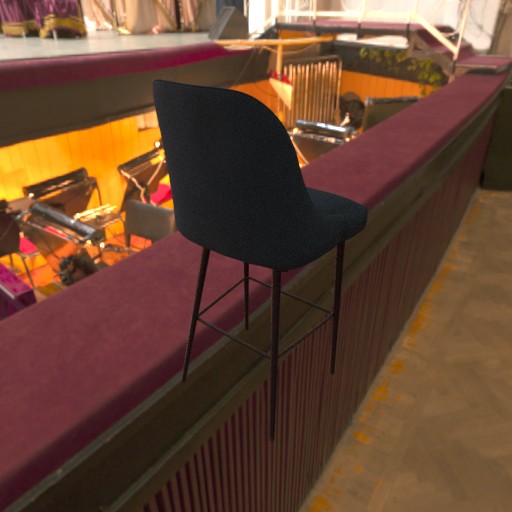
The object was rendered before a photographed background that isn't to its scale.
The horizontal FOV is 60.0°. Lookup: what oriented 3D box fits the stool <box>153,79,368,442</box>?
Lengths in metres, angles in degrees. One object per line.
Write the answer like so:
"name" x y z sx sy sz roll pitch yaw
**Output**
"stool" 0.000 0.000 1.395 0.527 1.079 0.489 21 36 32
